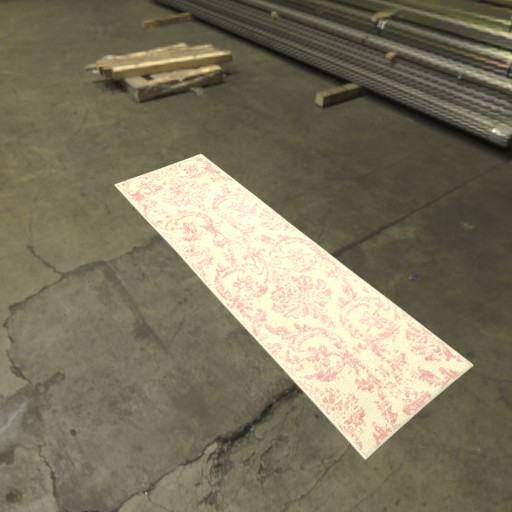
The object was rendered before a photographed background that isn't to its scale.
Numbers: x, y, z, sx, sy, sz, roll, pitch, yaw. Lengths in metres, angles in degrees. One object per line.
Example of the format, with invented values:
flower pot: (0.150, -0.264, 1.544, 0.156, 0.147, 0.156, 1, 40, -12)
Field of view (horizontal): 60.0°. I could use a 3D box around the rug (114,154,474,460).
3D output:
rug: (0.000, 0.000, 2.373, 0.662, 0.011, 2.196, -27, 49, -26)
